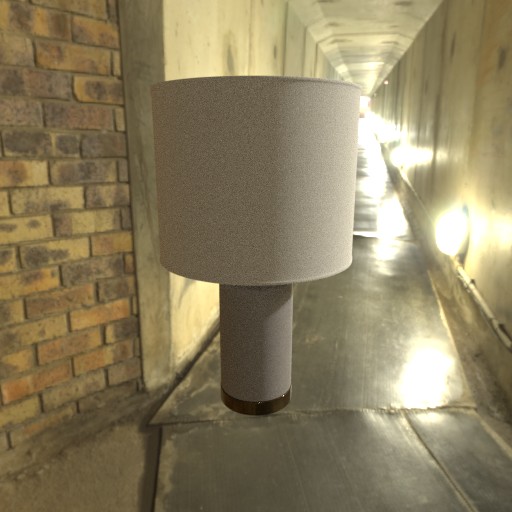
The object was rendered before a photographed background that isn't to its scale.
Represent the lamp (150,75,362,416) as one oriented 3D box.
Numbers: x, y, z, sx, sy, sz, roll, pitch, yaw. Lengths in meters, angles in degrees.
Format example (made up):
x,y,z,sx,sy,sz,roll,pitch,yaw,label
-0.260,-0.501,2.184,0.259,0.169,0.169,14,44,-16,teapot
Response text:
x,y,z,sx,sy,sz,roll,pitch,yaw,label
0.000,0.000,0.539,0.229,0.380,0.229,0,15,0,lamp
